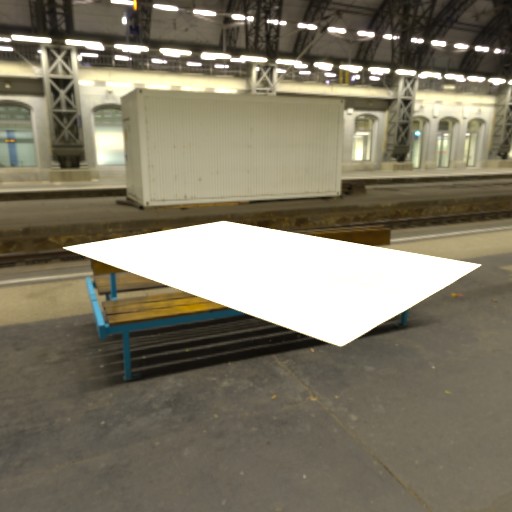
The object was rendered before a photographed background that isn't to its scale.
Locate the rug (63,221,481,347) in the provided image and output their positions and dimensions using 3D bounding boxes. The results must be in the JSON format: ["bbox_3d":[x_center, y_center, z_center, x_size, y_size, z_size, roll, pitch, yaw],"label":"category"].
[{"bbox_3d":[0.000,0.000,2.324,1.850,0.006,1.234,13,19,42],"label":"rug"}]
